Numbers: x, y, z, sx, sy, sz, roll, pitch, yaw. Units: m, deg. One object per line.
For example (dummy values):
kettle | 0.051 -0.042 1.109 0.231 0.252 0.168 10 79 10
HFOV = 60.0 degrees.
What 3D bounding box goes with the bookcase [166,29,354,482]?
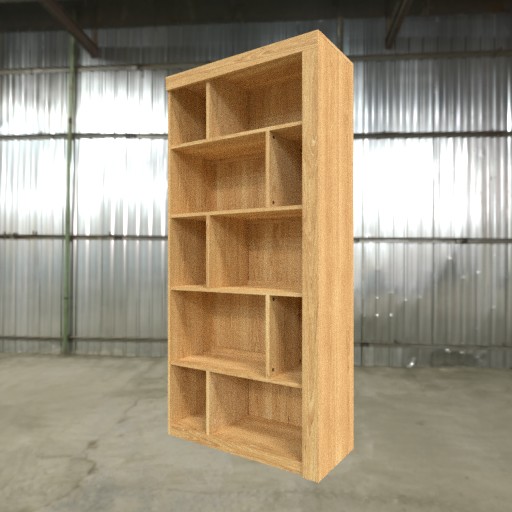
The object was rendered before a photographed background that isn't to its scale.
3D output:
bookcase | 0.000 0.000 2.412 0.950 2.020 0.420 0 0 34
